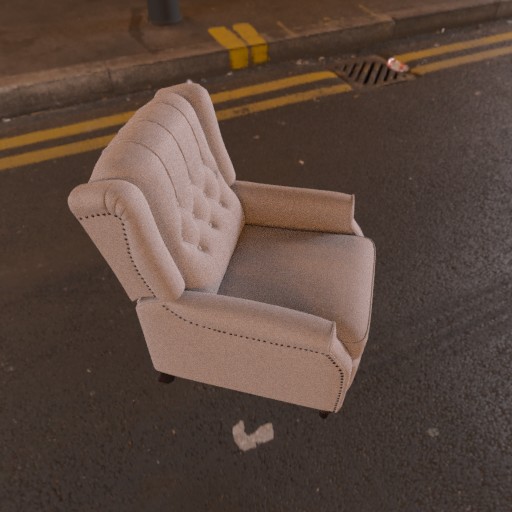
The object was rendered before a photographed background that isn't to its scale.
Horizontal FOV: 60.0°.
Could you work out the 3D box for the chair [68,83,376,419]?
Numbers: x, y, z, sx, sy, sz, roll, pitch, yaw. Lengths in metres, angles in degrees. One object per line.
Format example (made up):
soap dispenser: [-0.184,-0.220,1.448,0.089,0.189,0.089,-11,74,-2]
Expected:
chair: [0.000,0.000,1.654,0.902,1.035,0.742,10,47,10]
